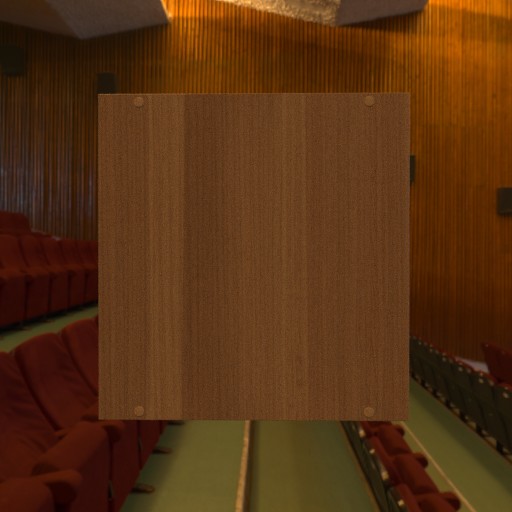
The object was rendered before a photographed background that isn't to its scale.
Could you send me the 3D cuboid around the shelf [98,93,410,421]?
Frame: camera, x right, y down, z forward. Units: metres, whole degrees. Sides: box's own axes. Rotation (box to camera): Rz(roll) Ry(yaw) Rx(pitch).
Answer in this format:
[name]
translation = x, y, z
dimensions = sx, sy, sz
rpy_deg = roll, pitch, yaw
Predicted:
[shelf]
translation = 0.000, 0.000, 0.620
dimensions = 0.290, 0.305, 0.415
rpy_deg = 0, 0, 1
